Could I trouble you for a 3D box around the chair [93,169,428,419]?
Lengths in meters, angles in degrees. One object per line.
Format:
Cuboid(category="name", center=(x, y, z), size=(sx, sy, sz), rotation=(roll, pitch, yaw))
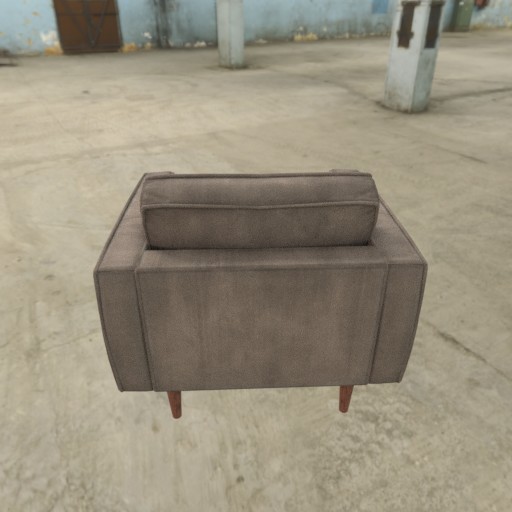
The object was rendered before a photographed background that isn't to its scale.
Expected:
Cuboid(category="chair", center=(0.000, 0.000, 1.603), size=(0.928, 0.773, 0.843), rotation=(-1, 30, -2))
